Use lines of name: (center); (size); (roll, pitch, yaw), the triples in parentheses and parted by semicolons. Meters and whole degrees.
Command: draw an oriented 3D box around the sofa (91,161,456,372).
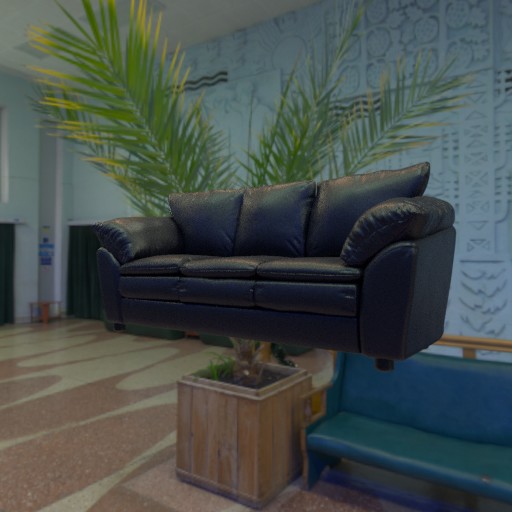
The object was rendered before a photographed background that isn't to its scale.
sofa: (0.000, 0.000, 2.877); (2.336, 1.073, 0.880); (0, 0, 35)
